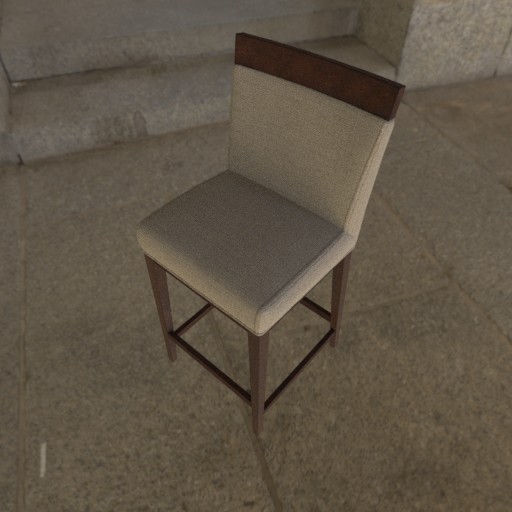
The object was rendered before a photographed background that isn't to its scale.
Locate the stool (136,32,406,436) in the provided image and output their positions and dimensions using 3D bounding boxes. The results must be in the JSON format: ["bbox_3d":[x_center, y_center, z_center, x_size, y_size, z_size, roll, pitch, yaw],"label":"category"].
[{"bbox_3d":[0.000,0.000,1.409,0.511,1.117,0.531,32,54,27],"label":"stool"}]
